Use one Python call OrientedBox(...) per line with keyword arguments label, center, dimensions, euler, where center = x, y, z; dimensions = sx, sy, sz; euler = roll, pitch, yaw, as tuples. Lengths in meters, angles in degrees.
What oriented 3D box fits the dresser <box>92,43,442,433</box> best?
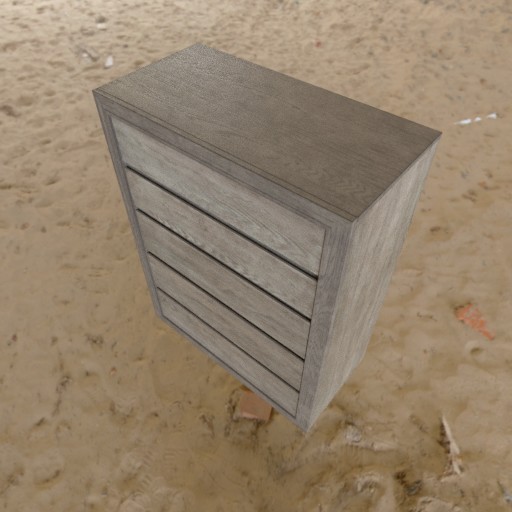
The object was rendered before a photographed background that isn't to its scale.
OrientedBox(label="dresser", center=(0.000, 0.000, 1.808), dimensions=(0.967, 1.295, 0.483), euler=(31, 55, 26))
